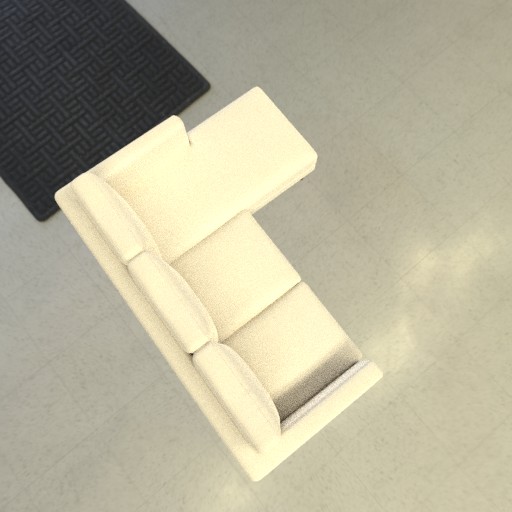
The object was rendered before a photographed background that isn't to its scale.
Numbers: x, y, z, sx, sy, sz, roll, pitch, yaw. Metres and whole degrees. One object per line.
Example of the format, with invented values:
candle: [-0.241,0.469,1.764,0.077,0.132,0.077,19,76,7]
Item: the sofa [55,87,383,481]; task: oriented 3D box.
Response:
sofa: [0.000,0.000,2.823,1.580,0.899,2.029,-36,79,-8]
